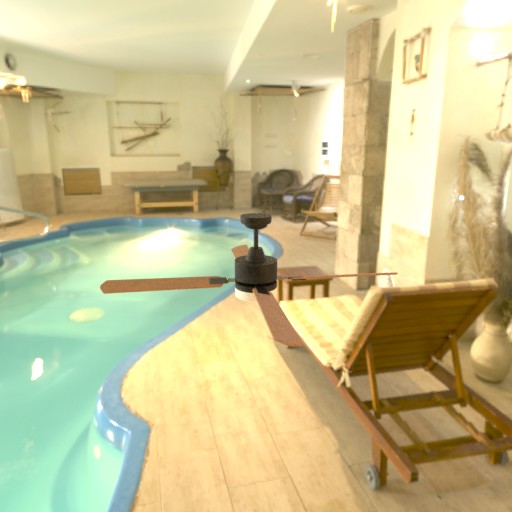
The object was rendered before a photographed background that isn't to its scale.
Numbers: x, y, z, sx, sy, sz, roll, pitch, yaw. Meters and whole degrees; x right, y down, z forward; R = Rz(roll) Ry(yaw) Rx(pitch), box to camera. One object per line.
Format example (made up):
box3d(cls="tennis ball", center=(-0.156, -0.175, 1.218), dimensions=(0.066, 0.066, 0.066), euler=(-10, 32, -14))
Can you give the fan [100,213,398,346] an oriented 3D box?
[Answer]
box3d(cls="fan", center=(0.000, 0.000, 1.927), dimensions=(1.320, 0.355, 1.320), euler=(-2, 14, -9))
